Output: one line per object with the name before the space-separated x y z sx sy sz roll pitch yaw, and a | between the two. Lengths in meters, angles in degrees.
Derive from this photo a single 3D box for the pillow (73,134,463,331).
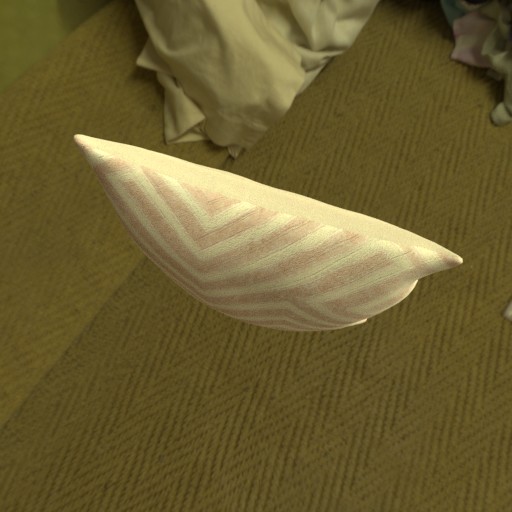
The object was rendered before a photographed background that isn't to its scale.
pillow | 0.000 0.000 0.665 0.440 0.441 0.182 18 74 5
